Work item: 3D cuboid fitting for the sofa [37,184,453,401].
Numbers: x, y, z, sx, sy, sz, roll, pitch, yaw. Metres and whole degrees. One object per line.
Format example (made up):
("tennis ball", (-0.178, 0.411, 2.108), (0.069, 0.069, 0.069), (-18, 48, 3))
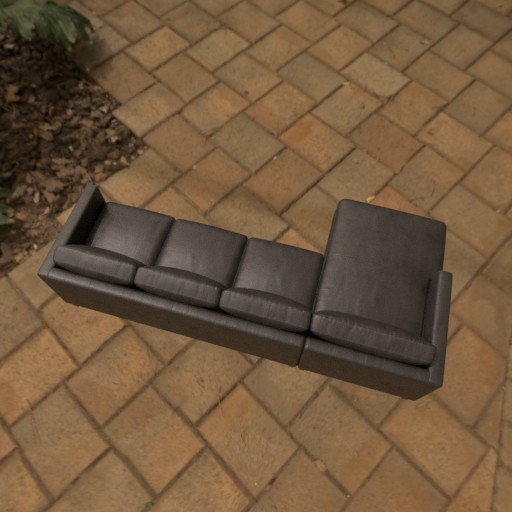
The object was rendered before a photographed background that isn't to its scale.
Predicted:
("sofa", (0.000, 0.000, 3.938), (3.203, 0.883, 1.581), (14, 64, 7))
